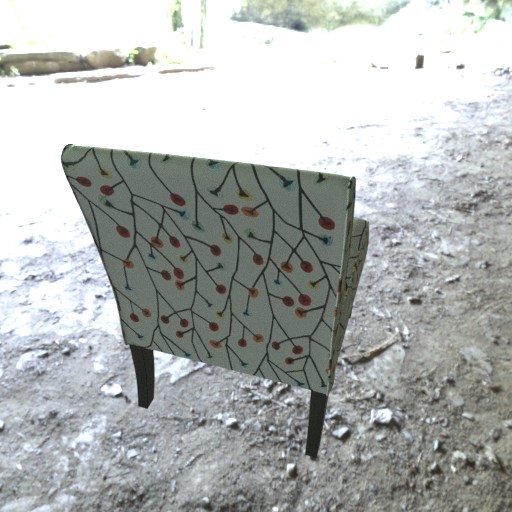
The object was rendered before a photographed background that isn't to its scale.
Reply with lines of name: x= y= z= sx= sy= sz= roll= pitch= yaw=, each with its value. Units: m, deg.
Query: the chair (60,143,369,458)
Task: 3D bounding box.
chair: x=0.000 y=0.000 z=1.287 sx=0.597 sy=0.813 sz=0.732 roll=10 pitch=33 yaw=15
